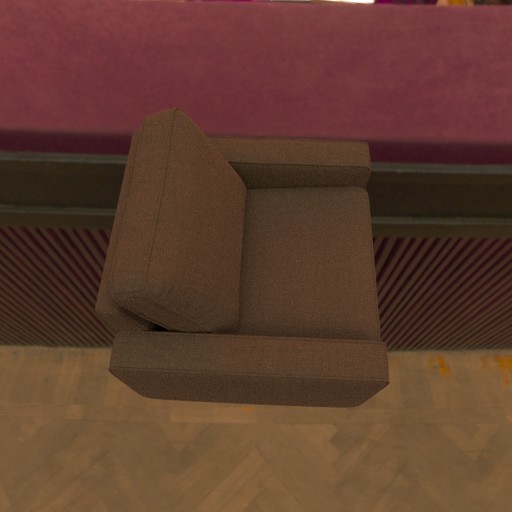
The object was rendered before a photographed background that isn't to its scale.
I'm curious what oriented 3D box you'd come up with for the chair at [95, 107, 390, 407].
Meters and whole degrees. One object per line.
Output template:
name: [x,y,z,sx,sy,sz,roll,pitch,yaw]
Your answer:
chair: [0.000,0.000,1.740,0.940,0.919,1.017,2,63,1]
